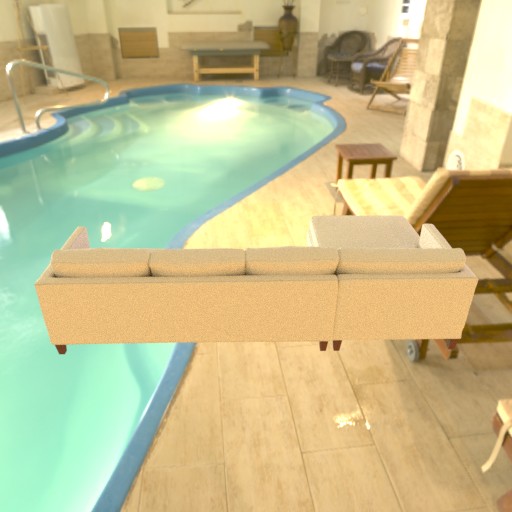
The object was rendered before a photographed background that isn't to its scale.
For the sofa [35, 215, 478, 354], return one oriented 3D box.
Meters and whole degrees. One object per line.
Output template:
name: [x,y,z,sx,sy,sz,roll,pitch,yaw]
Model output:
sofa: [0.000,0.000,3.969,3.186,0.846,1.625,-1,30,-1]
